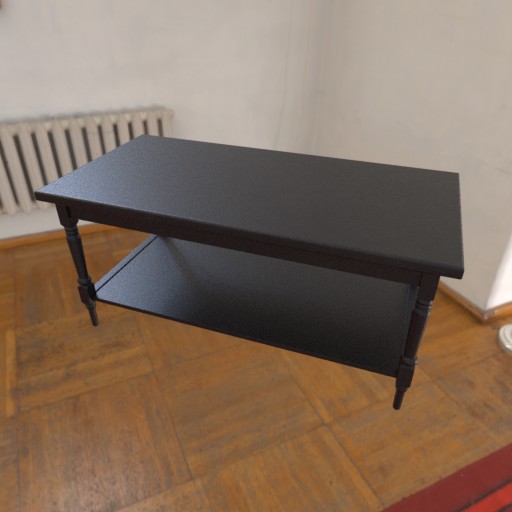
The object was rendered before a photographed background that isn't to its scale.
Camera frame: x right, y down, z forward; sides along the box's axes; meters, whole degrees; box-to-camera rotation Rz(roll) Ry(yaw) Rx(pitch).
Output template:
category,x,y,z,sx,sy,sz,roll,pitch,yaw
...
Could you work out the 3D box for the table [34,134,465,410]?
category,x,y,z,sx,sy,sz,roll,pitch,yaw
table,0.000,0.000,1.416,1.107,0.510,0.550,11,34,17
